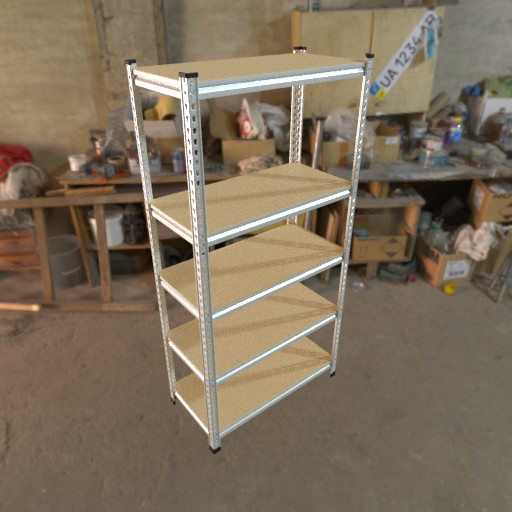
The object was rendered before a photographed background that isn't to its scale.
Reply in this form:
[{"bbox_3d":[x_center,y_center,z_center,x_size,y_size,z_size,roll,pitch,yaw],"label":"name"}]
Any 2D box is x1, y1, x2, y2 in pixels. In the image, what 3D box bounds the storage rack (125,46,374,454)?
[{"bbox_3d":[0.000,0.000,2.220,0.914,1.829,0.457,-22,36,-32],"label":"storage rack"}]
